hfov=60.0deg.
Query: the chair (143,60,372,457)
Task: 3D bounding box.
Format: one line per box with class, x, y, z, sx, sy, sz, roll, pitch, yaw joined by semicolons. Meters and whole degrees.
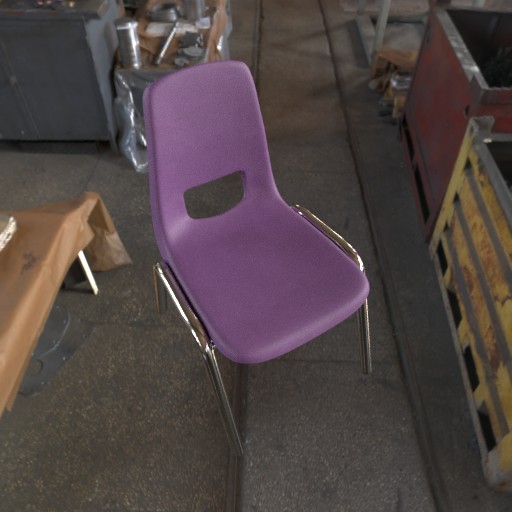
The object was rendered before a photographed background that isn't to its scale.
chair;0.000;0.000;0.835;0.356;0.584;0.419;-24;51;-21
